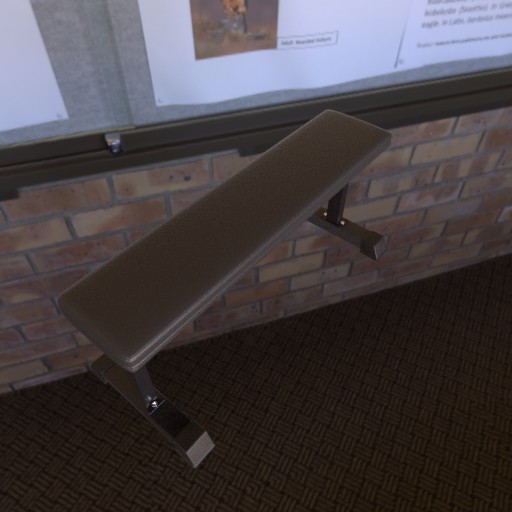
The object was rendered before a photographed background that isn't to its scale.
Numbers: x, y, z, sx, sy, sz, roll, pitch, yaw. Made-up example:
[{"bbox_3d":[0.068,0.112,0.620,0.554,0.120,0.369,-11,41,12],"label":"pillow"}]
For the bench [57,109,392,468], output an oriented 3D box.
[{"bbox_3d":[0.000,0.000,1.325,0.439,0.453,1.072,31,54,26],"label":"bench"}]
